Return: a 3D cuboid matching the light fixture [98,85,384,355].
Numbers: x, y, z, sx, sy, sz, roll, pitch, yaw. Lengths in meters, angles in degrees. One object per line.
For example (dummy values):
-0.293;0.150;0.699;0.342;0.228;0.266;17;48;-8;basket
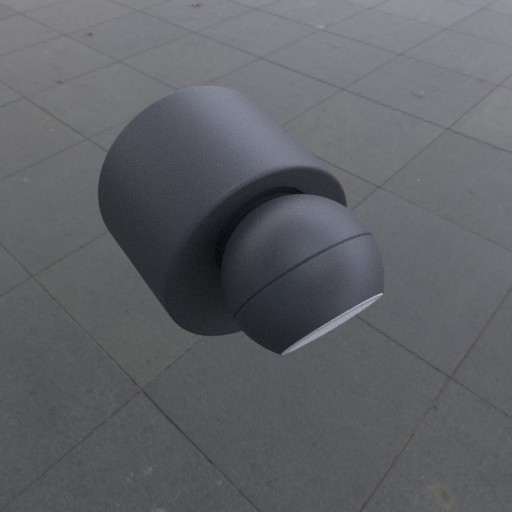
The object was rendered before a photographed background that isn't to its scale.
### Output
0.000;0.000;0.265;0.134;0.143;0.160;-24;51;-22;light fixture
